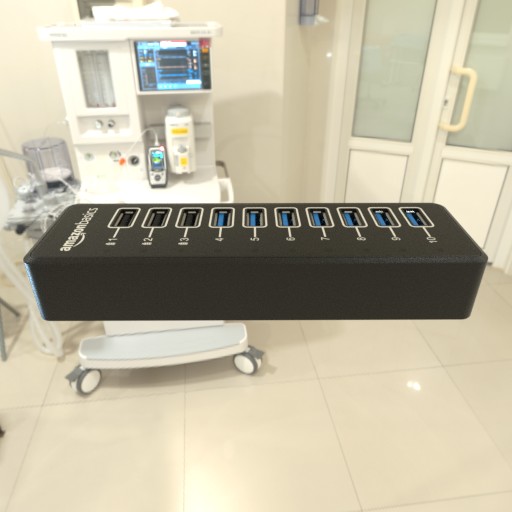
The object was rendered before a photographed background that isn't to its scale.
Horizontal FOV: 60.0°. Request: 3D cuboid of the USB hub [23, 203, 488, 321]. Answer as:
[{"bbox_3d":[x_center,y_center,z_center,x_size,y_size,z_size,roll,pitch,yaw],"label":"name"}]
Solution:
[{"bbox_3d":[0.000,0.000,0.159,0.145,0.023,0.044,0,31,0],"label":"USB hub"}]
